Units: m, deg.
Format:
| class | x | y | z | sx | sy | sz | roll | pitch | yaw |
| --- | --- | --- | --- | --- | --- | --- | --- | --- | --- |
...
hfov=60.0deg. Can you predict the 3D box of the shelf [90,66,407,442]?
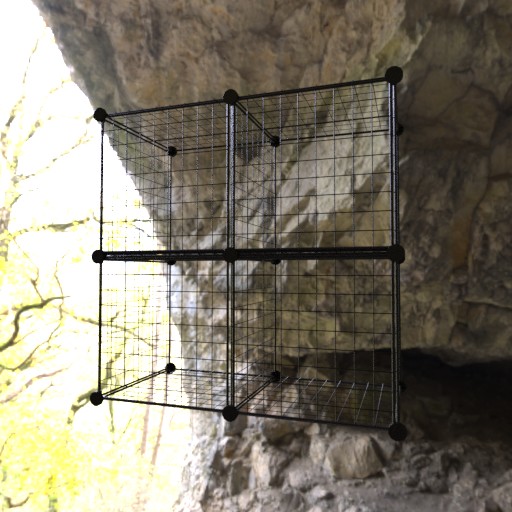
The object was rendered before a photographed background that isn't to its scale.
| class | x | y | z | sx | sy | sz | roll | pitch | yaw |
| --- | --- | --- | --- | --- | --- | --- | --- | --- | --- |
| shelf | 0.000 | 0.000 | 1.115 | 0.711 | 0.711 | 0.356 | -1 | -2 | 19 |
